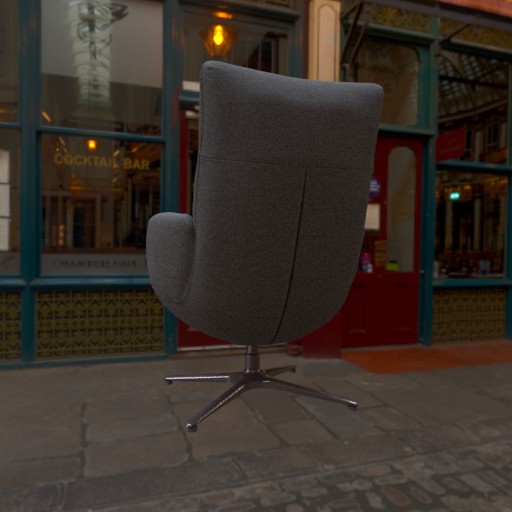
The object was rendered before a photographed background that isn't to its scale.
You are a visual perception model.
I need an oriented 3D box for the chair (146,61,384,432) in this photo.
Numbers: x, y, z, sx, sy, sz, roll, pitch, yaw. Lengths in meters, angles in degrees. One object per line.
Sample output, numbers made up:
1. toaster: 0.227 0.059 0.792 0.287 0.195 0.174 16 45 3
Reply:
1. chair: 0.000 0.000 1.523 0.702 0.984 0.831 0 1 -19
